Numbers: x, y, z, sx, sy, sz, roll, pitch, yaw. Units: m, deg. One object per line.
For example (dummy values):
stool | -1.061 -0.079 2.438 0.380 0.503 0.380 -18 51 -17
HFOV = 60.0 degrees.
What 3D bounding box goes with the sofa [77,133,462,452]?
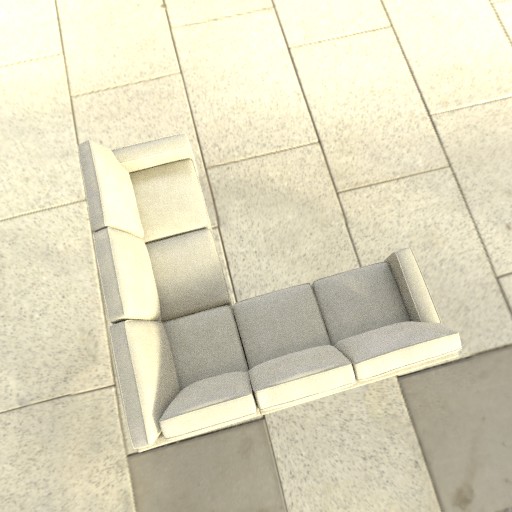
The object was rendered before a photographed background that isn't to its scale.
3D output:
sofa | 0.000 0.000 3.356 2.188 0.936 2.211 -16 75 -4
